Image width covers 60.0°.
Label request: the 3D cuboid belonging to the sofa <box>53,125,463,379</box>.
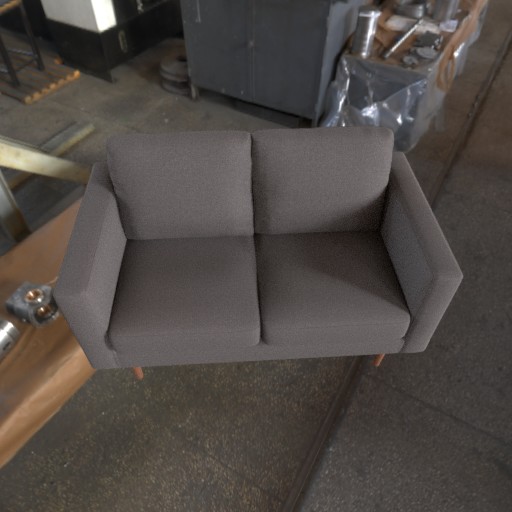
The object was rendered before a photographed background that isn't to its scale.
[{"bbox_3d":[0.000,0.000,1.933,1.430,0.908,0.796,-3,48,-2],"label":"sofa"}]
